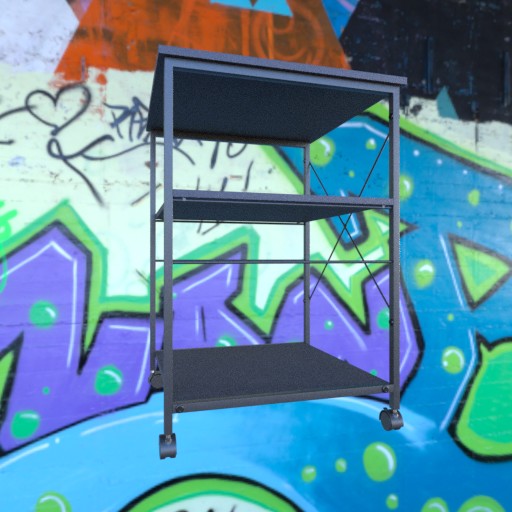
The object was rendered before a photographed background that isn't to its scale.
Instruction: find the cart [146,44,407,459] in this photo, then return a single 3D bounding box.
[{"bbox_3d":[0.000,0.000,1.122,0.520,0.762,0.521,0,0,-16],"label":"cart"}]
